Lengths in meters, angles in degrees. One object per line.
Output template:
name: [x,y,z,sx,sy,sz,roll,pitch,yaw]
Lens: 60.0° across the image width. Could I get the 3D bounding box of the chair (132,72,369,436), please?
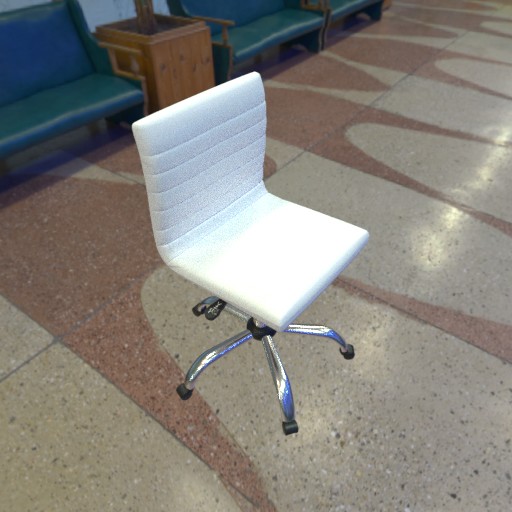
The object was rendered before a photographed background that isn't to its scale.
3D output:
chair: [0.000,0.000,1.152,0.530,0.780,0.556,27,48,28]
